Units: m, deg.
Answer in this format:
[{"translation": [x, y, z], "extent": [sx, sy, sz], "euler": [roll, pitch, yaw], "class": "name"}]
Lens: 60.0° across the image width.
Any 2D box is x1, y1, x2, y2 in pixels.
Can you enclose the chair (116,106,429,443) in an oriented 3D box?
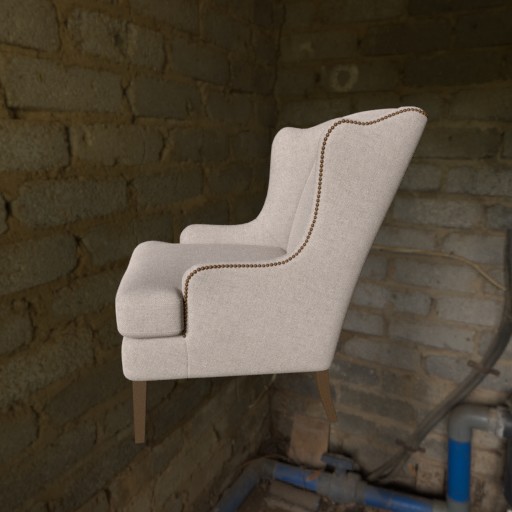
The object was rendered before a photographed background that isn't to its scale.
[{"translation": [0.000, 0.000, 1.644], "extent": [0.940, 1.029, 0.737], "euler": [-2, 14, -10], "class": "chair"}]
